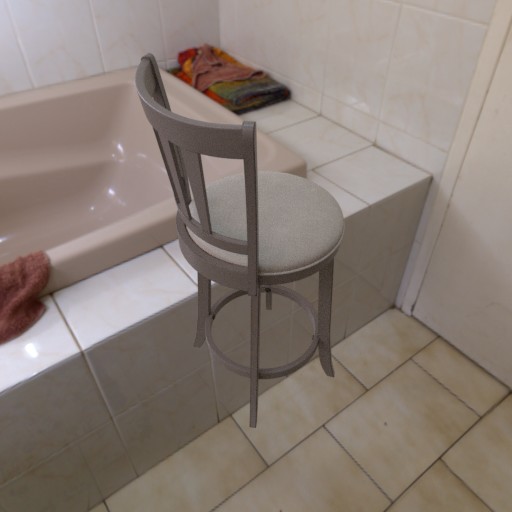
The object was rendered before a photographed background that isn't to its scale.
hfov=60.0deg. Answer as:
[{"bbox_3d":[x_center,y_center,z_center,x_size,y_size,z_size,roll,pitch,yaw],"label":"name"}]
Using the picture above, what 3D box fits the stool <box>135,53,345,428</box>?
[{"bbox_3d":[0.000,0.000,1.240,0.475,1.023,0.436,-24,47,-25],"label":"stool"}]
